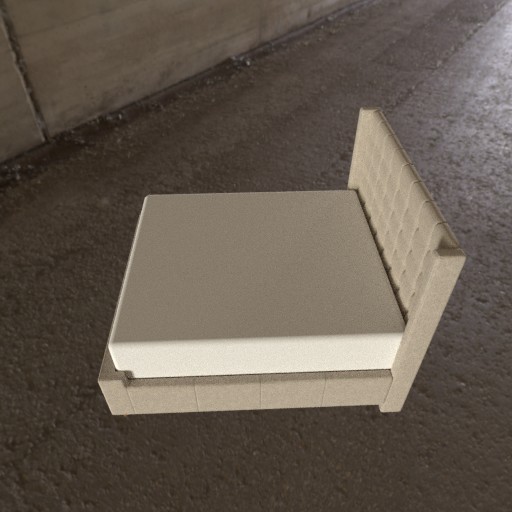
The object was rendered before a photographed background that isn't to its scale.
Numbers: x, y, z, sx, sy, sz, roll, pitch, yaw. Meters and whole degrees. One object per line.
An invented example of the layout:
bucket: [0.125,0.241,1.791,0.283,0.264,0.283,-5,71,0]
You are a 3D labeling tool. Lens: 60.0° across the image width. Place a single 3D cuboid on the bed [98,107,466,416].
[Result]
bed: [0.000,0.000,3.808,2.370,1.743,2.045,-2,42,-2]
